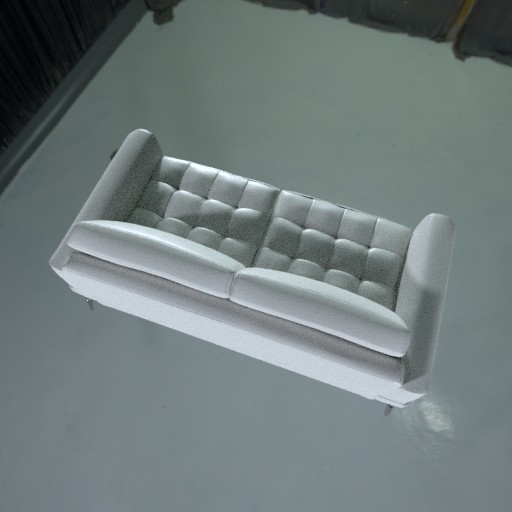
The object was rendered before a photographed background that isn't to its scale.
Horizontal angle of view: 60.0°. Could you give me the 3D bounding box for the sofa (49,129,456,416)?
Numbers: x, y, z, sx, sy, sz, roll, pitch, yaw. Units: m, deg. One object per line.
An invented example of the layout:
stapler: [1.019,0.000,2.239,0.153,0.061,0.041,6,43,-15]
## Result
sofa: [0.000,0.000,2.676,2.177,0.930,1.121,18,65,8]
